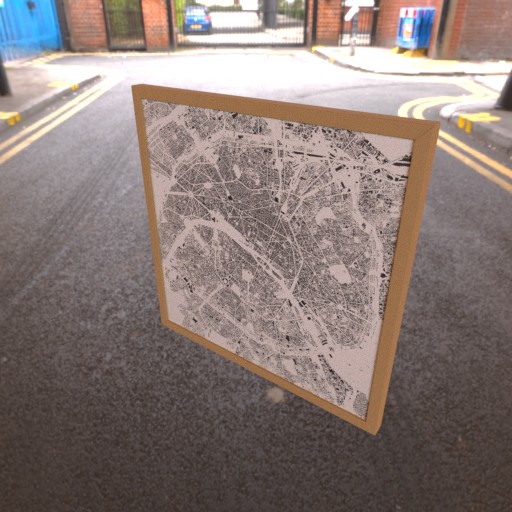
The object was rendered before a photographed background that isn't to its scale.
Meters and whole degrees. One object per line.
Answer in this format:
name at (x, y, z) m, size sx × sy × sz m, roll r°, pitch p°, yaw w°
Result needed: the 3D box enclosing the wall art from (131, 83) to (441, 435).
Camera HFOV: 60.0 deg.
wall art at (0.000, 0.000, 1.130) m, size 0.761 × 0.761 × 0.037 m, roll 20°, pitch 35°, yaw 31°
